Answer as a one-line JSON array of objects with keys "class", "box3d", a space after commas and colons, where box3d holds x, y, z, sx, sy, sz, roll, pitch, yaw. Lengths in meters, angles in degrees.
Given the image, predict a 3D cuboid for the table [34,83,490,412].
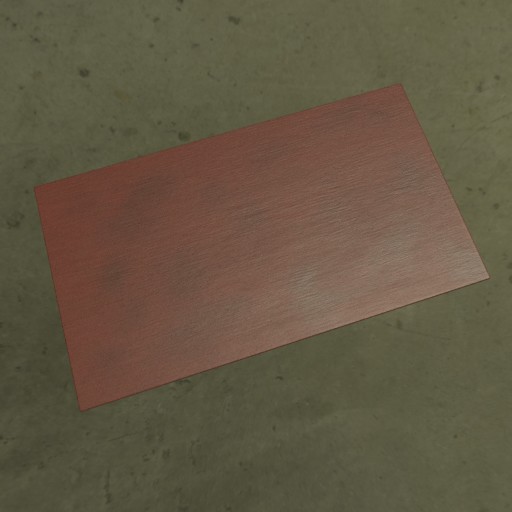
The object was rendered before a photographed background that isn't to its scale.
[{"class": "table", "box3d": [0.000, 0.000, 1.245, 0.943, 0.456, 0.533, -17, 76, -4]}]
